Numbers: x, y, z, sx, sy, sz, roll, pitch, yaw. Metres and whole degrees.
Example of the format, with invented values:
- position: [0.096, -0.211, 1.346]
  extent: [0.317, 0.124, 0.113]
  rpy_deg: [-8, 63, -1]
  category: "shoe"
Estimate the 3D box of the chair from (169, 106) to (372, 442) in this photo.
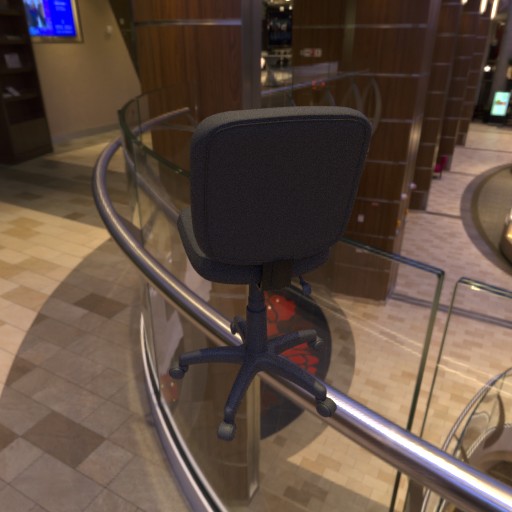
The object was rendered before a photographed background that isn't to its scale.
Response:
- position: [0.000, 0.000, 1.407]
  extent: [0.610, 0.972, 0.610]
  rpy_deg: [-8, 27, -15]
  category: "chair"
